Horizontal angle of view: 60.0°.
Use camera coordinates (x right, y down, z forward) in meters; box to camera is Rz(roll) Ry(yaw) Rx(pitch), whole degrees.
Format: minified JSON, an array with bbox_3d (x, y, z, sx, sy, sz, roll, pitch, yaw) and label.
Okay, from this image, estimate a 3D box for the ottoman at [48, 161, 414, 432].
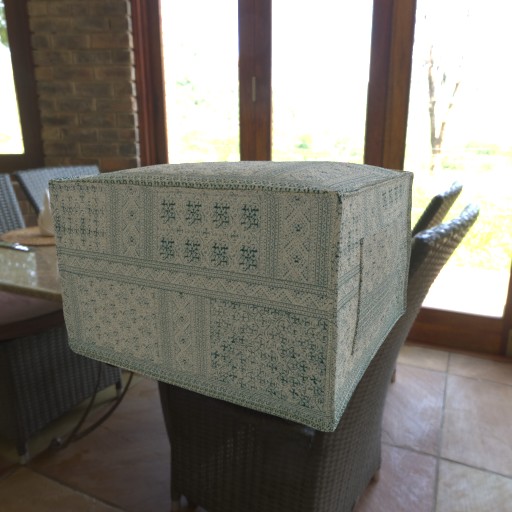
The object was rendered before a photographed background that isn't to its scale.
[{"bbox_3d":[0.000,0.000,1.043,0.626,0.439,0.617,8,16,27],"label":"ottoman"}]
